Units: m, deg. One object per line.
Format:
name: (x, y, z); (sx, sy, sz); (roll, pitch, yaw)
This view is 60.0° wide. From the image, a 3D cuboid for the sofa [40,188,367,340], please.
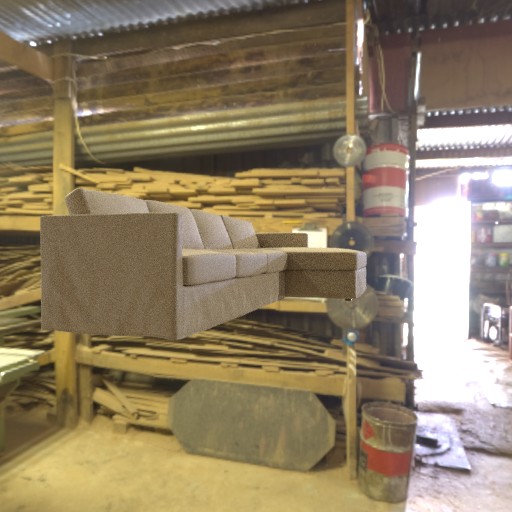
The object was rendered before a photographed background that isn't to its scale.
sofa: (0.000, 0.000, 3.868); (1.622, 0.871, 3.206); (0, 1, 19)
